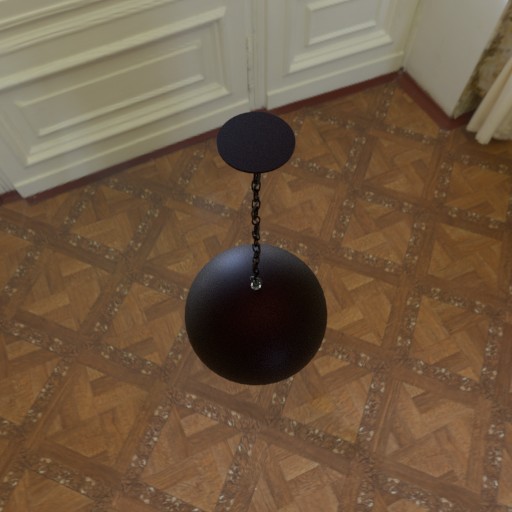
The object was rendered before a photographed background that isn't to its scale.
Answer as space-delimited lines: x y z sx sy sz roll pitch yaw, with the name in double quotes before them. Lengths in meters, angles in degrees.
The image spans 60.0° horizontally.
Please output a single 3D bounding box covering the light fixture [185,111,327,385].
"light fixture" 0.000 0.000 1.161 0.492 0.869 0.492 18 64 9
